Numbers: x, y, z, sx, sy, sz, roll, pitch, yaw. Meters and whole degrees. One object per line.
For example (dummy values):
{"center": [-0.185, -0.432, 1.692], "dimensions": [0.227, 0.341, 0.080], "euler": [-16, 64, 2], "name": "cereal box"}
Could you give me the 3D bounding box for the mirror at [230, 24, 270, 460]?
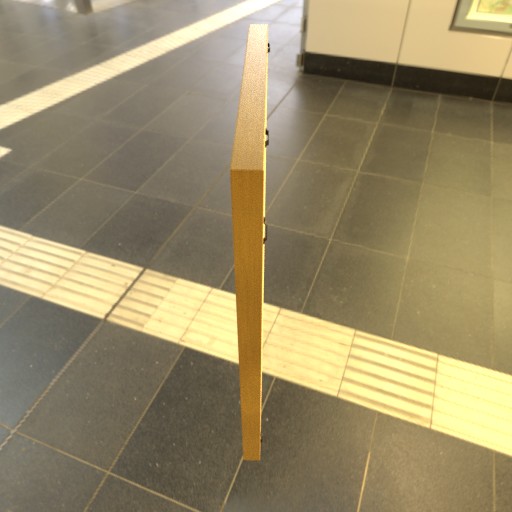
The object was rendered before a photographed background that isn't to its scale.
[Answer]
{"center": [0.000, 0.000, 0.883], "dimensions": [0.040, 0.710, 0.507], "euler": [1, 43, 1], "name": "mirror"}
